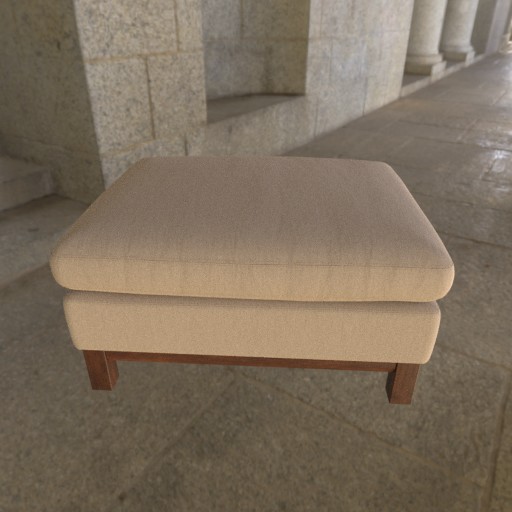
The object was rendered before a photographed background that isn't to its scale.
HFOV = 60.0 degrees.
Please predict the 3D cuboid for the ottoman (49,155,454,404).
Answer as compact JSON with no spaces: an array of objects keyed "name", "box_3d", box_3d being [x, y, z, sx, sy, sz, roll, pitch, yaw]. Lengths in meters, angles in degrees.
[{"name":"ottoman","box_3d":[0.000,0.000,1.125,0.771,0.420,0.606,2,29,3]}]
